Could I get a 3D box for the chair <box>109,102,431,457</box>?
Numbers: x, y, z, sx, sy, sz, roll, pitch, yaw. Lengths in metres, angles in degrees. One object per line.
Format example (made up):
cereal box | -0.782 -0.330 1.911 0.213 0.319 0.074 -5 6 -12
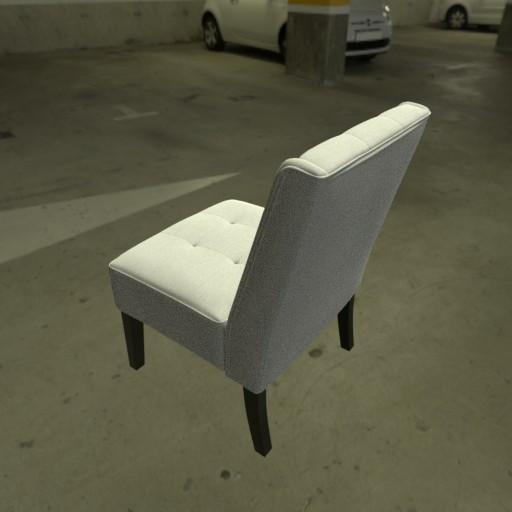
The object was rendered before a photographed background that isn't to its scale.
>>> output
chair | 0.000 0.000 1.283 0.676 0.853 0.569 21 37 31
